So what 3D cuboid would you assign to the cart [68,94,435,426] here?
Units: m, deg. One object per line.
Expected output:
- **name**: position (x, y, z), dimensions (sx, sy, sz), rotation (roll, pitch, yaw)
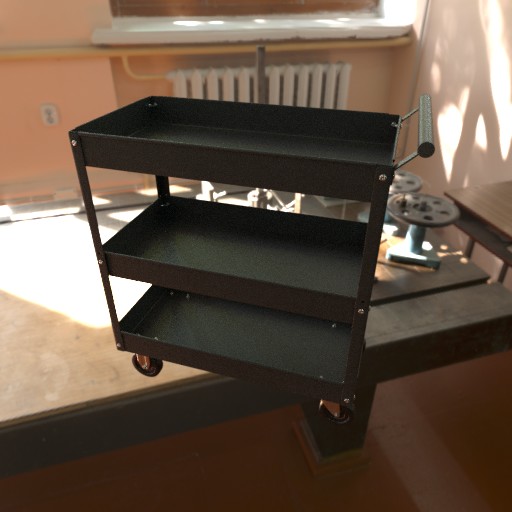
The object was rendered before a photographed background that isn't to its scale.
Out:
- **cart**: position (0.000, 0.000, 1.151), dimensions (0.719, 0.780, 0.366), rotation (10, 33, 15)
